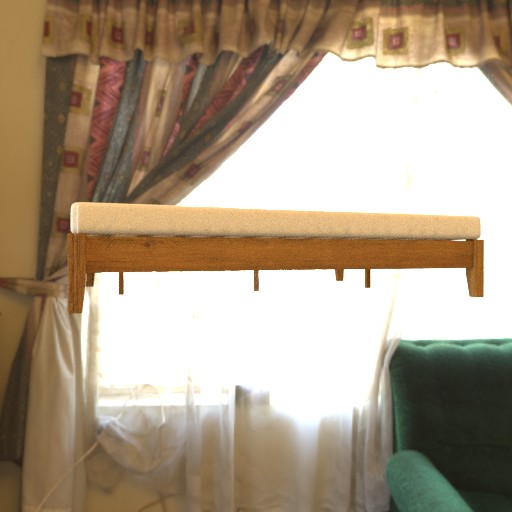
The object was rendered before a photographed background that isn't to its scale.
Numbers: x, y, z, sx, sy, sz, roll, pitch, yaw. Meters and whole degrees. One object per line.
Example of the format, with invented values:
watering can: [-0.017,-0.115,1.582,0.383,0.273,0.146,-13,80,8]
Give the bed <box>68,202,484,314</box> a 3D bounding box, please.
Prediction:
bed: [0.000,0.000,2.724,2.016,0.431,1.536,0,0,-19]
